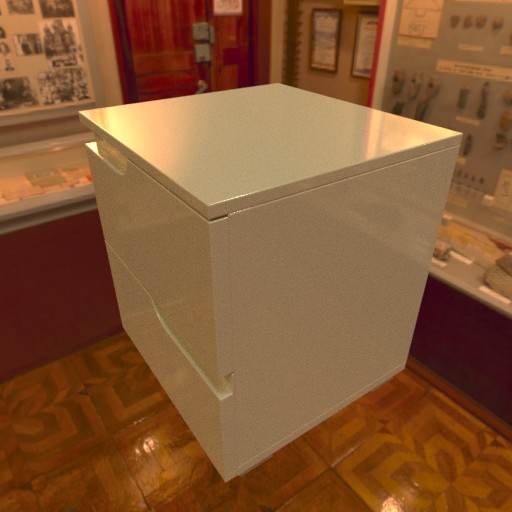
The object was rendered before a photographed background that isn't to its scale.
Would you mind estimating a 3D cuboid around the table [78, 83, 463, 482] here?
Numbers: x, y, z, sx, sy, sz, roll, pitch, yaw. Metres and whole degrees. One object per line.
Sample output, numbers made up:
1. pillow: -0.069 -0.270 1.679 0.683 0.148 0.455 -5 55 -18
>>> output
1. table: 0.000 0.000 0.781 0.400 0.470 0.420 -20 37 -29
